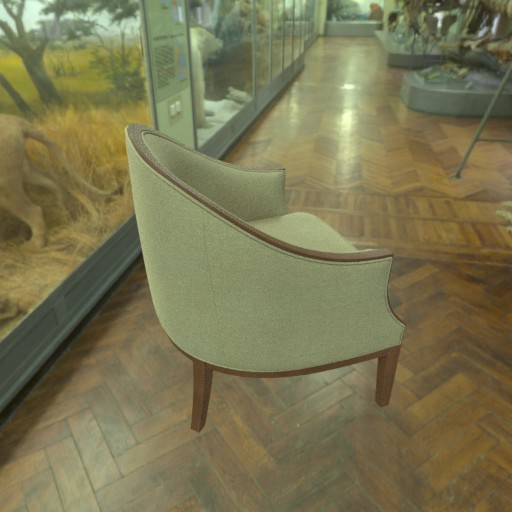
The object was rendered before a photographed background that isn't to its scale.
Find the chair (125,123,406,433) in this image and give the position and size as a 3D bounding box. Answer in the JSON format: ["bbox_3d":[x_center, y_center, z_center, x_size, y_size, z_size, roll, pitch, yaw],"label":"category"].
[{"bbox_3d":[0.000,0.000,1.489,0.735,0.876,0.803,-10,31,-17],"label":"chair"}]
